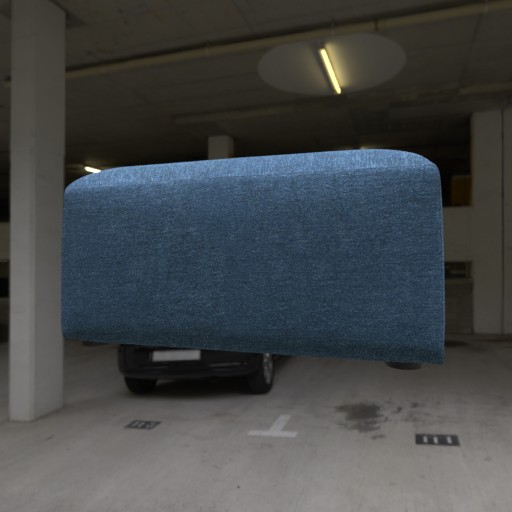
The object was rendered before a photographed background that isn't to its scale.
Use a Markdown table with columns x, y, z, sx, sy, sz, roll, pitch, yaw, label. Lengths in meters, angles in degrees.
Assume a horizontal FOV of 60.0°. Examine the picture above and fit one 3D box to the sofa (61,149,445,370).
| x | y | z | sx | sy | sz | roll | pitch | yaw | label |
| --- | --- | --- | --- | --- | --- | --- | --- | --- | --- |
| 0.000 | 0.000 | 1.227 | 0.930 | 0.470 | 0.480 | 0 | 0 | 18 | sofa |
